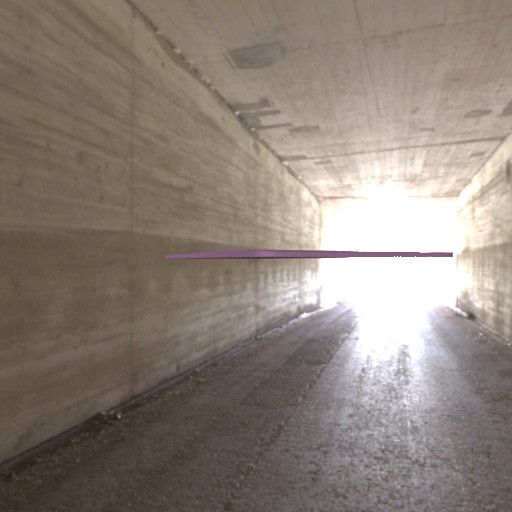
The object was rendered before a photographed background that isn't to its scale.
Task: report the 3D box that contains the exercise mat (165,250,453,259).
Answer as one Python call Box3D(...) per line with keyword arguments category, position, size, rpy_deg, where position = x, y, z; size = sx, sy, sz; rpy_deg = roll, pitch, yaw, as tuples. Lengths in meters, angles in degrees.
Box3D(category="exercise mat", position=(0.000, 0.000, 2.041), size=(0.616, 0.021, 1.869), rpy_deg=(0, 0, -19))
